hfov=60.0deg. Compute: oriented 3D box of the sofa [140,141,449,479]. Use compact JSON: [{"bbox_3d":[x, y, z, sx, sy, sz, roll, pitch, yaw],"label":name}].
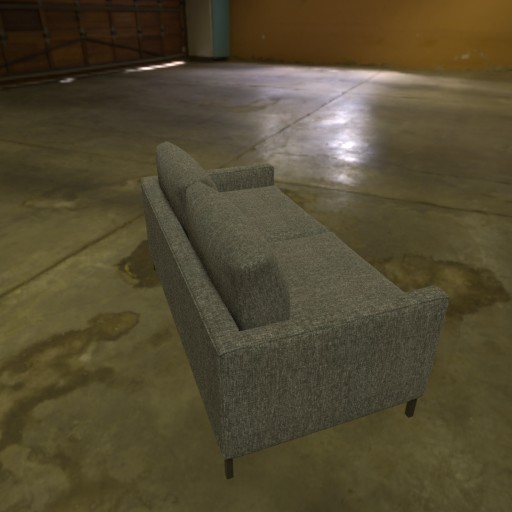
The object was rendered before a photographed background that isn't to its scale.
[{"bbox_3d":[0.000,0.000,2.205,0.866,0.862,1.716,-10,30,-18],"label":"sofa"}]
